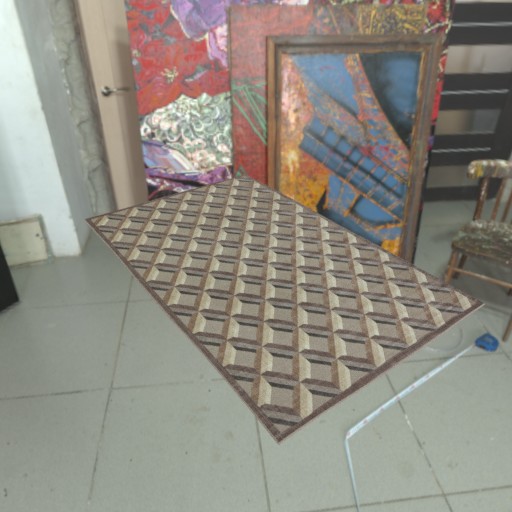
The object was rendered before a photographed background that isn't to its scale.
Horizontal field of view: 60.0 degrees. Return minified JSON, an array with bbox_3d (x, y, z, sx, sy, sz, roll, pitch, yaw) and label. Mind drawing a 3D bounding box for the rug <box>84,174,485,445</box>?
[{"bbox_3d":[0.000,0.000,2.086,1.066,0.011,1.677,-22,39,-30],"label":"rug"}]
